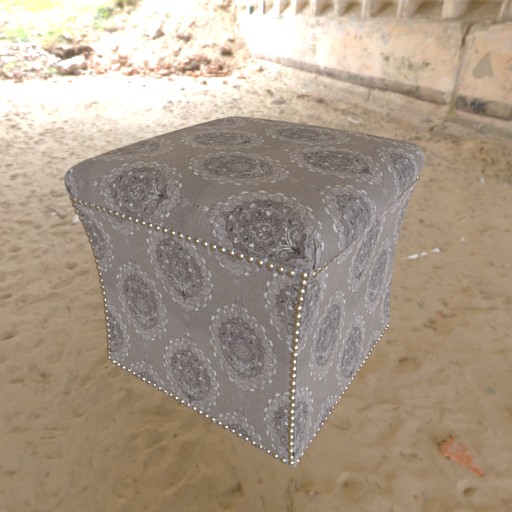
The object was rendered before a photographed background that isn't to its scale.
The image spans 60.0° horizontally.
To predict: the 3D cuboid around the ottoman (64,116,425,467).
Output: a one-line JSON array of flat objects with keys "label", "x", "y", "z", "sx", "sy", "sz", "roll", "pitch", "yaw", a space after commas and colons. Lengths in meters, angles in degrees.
[{"label": "ottoman", "x": 0.000, "y": 0.000, "z": 0.910, "sx": 0.507, "sy": 0.473, "sz": 0.497, "roll": 18, "pitch": 34, "yaw": 29}]
